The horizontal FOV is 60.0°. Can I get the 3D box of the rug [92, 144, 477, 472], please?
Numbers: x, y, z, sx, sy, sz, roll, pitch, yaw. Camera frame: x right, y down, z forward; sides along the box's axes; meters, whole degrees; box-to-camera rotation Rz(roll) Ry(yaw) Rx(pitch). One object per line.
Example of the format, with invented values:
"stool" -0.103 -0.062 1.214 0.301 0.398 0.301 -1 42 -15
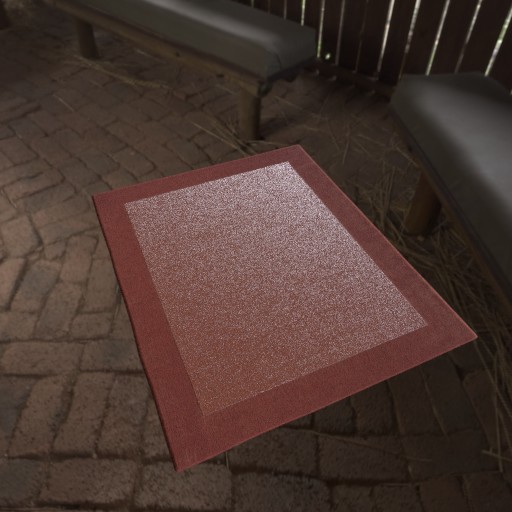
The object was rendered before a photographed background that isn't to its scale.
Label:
"rug" 0.000 0.000 4.004 2.430 0.018 2.976 -18 49 -16
